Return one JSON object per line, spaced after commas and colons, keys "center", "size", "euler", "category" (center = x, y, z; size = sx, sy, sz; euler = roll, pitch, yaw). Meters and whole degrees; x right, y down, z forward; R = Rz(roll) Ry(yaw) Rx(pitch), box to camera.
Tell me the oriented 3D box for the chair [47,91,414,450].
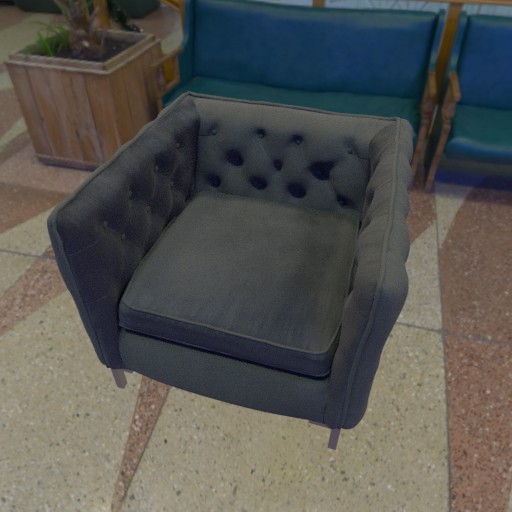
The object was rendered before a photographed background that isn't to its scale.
{"center": [0.000, 0.000, 1.589], "size": [0.946, 0.807, 0.913], "euler": [11, 42, 13], "category": "chair"}
